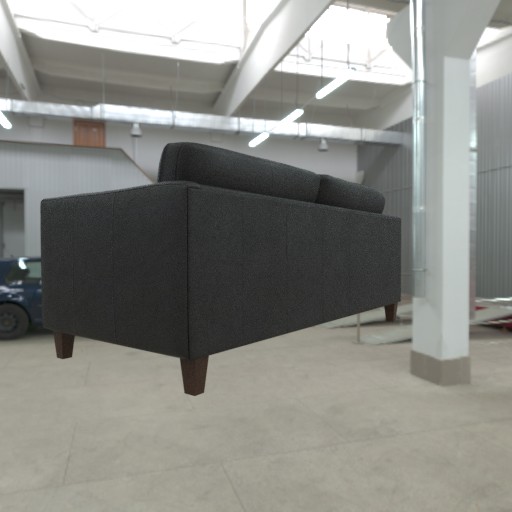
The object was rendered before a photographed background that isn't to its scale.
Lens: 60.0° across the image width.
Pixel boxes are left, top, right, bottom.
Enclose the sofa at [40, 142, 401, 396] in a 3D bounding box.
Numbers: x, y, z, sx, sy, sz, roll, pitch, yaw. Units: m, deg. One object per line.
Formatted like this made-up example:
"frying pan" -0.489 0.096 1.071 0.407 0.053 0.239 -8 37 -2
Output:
"sofa" 0.000 0.000 2.405 0.933 0.863 1.971 1 1 37
